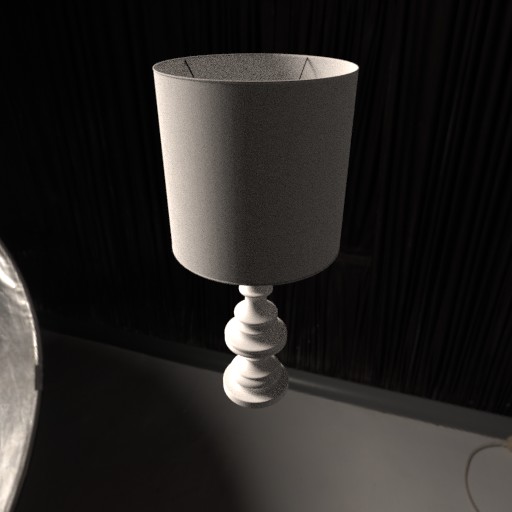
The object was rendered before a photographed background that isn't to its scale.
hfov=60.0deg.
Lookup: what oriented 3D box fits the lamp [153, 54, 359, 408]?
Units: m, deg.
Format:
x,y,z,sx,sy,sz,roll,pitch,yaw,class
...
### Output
x,y,z,sx,sy,sz,roll,pitch,yaw,class
0.000,0.000,0.571,0.208,0.455,0.208,9,31,15,lamp
